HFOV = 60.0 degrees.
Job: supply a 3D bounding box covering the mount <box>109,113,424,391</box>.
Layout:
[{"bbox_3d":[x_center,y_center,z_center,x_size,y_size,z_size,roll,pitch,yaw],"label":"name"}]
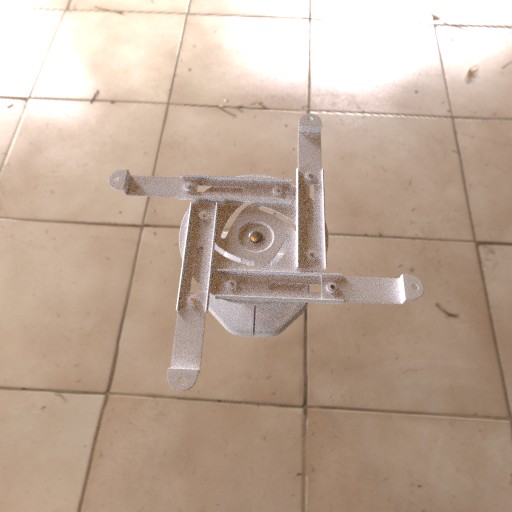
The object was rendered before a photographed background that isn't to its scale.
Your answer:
[{"bbox_3d":[0.000,0.000,0.609,0.394,0.141,0.394,2,63,1],"label":"mount"}]
